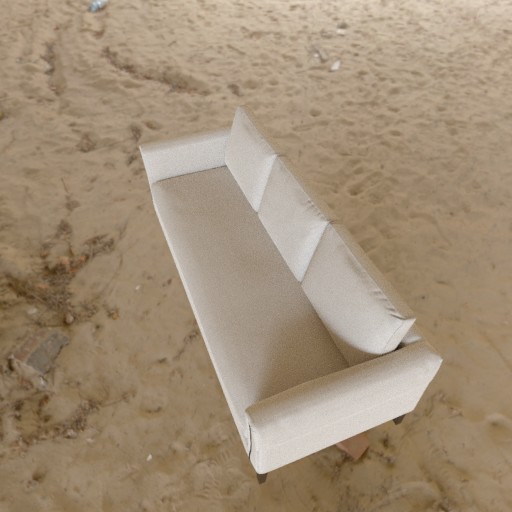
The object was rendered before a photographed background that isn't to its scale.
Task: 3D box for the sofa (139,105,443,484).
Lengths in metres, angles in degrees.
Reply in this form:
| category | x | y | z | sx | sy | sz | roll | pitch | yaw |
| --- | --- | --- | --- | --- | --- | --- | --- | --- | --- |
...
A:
| category | x | y | z | sx | sy | sz | roll | pitch | yaw |
| --- | --- | --- | --- | --- | --- | --- | --- | --- | --- |
| sofa | 0.000 | 0.000 | 2.662 | 0.902 | 0.911 | 2.198 | -16 | 48 | -15 |
